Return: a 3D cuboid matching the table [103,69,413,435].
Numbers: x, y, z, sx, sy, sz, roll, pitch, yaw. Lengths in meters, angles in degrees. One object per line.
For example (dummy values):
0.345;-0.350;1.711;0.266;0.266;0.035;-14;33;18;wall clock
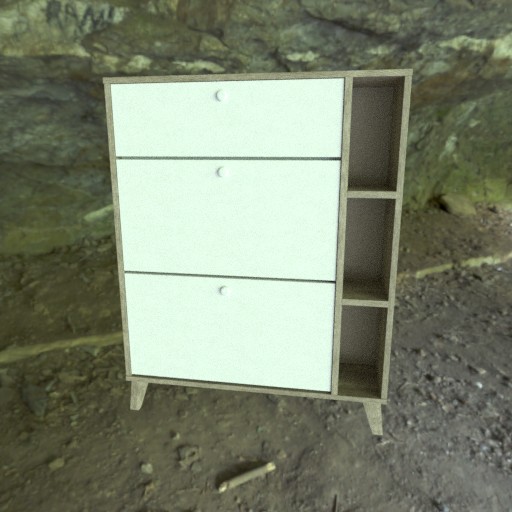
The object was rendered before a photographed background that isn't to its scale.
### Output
0.000;0.000;1.522;0.902;1.135;0.256;2;14;9;table
